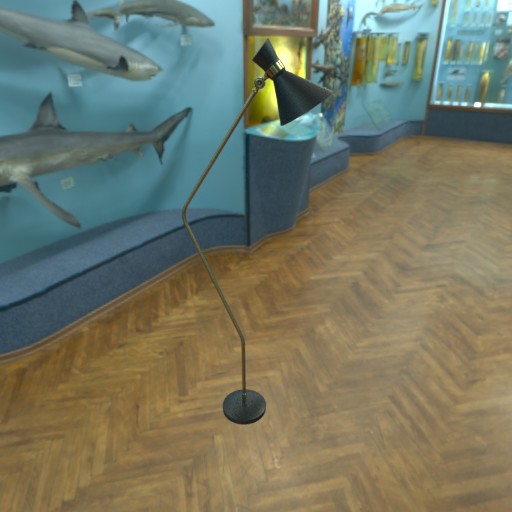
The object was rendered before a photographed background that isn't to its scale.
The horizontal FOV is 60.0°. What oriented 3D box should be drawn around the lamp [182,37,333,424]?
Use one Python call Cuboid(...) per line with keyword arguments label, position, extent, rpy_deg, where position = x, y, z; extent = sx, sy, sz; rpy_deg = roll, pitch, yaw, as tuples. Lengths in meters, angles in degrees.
Cuboid(label="lamp", position=(0.000, 0.000, 1.627), extent=(0.467, 1.438, 0.277), rpy_deg=(16, 30, 31))
